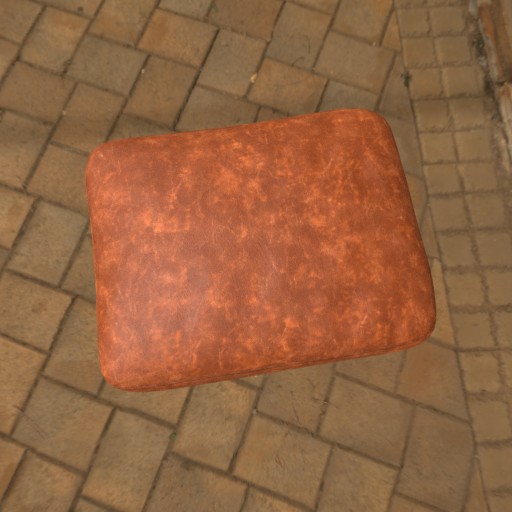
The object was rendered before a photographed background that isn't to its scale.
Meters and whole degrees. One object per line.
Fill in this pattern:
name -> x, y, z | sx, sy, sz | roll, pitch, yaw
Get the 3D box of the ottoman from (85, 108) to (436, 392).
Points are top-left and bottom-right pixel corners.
ottoman -> 0.000, 0.000, 1.273 | 0.832, 0.562, 0.657 | -9, 75, -2
